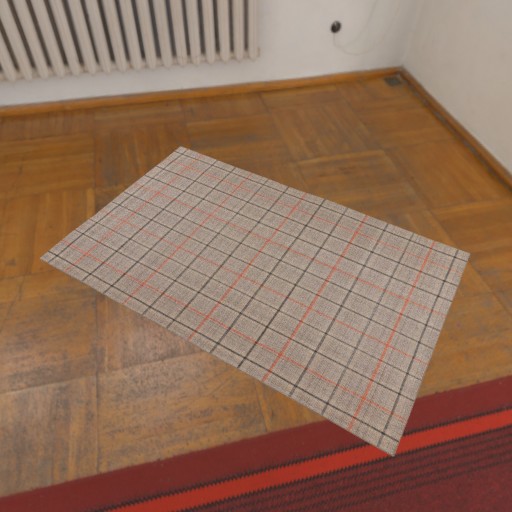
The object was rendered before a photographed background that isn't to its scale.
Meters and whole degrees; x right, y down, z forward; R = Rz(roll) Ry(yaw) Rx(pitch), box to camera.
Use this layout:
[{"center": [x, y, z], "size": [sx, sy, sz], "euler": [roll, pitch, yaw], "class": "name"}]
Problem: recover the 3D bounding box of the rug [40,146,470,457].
[{"center": [0.000, 0.000, 2.956], "size": [2.439, 0.015, 1.524], "euler": [24, 52, 20], "class": "rug"}]
